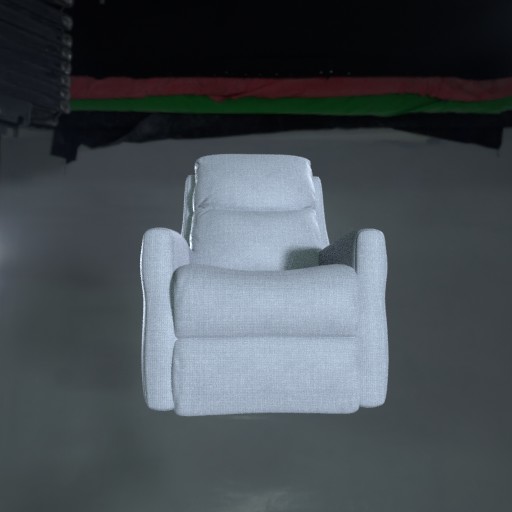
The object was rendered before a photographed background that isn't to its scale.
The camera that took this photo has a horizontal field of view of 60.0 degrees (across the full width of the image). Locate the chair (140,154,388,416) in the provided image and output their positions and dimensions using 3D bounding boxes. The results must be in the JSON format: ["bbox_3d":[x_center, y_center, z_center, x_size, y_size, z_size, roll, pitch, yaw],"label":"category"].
[{"bbox_3d":[0.000,0.000,1.799,0.829,1.030,1.080,0,-2,-3],"label":"chair"}]
